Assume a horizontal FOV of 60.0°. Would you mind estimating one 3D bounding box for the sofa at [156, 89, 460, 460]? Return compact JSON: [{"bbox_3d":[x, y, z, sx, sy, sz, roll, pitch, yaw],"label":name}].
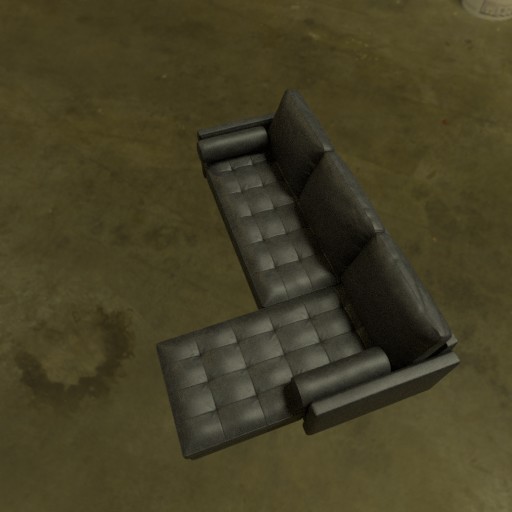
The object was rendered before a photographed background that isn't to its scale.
[{"bbox_3d":[0.000,0.000,2.855,1.497,0.876,2.178,-17,59,-11],"label":"sofa"}]
